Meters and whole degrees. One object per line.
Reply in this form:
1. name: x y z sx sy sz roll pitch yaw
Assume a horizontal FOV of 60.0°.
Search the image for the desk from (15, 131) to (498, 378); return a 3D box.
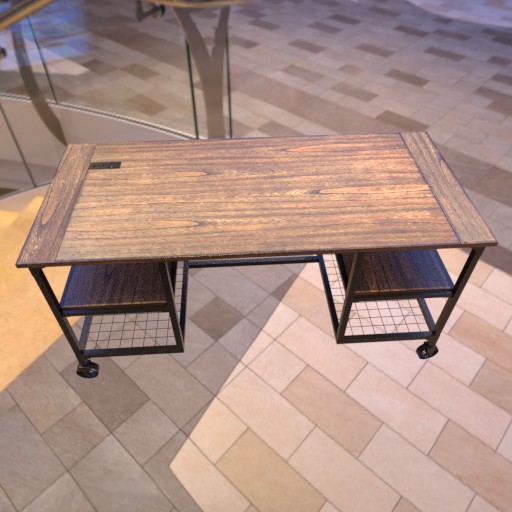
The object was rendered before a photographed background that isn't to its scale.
1. desk: 0.000 0.000 1.941 1.590 0.751 0.711 -3 46 -3
